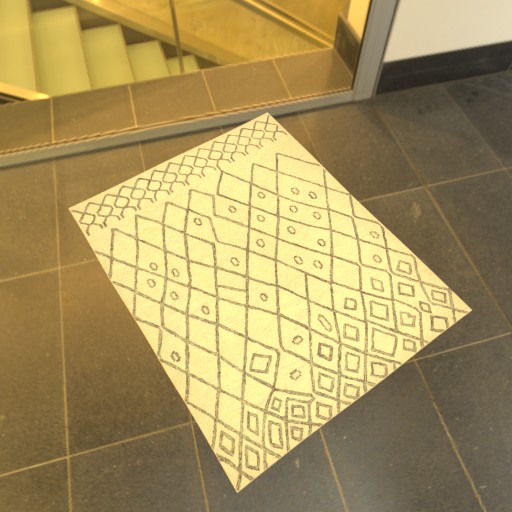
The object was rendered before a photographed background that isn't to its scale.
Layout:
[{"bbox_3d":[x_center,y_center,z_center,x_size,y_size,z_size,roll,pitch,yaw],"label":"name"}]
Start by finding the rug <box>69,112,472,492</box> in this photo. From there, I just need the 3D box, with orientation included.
[{"bbox_3d":[0.000,0.000,4.123,2.446,0.015,3.046,-31,63,-17],"label":"rug"}]
